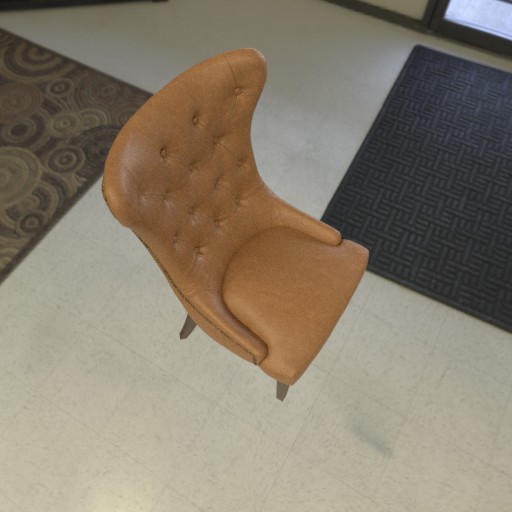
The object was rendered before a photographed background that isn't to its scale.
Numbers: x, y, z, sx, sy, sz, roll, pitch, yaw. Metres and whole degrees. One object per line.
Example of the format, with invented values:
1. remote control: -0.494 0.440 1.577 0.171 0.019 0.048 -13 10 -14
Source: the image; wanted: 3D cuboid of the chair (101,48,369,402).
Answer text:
1. chair: 0.000 0.000 1.483 0.669 1.065 0.611 30 65 15
